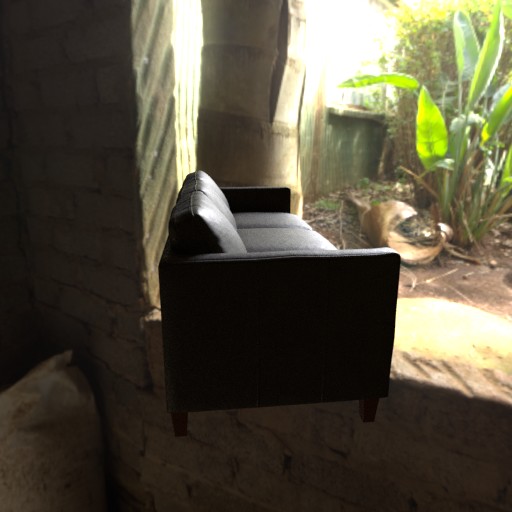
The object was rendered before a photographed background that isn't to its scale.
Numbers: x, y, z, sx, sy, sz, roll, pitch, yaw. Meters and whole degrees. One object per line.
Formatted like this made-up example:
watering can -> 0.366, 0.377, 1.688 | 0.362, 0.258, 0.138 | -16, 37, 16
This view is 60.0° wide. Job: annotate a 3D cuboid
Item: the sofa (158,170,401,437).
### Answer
sofa -> 0.000, 0.000, 2.982 | 1.045, 1.006, 2.464 | -2, 15, -7
